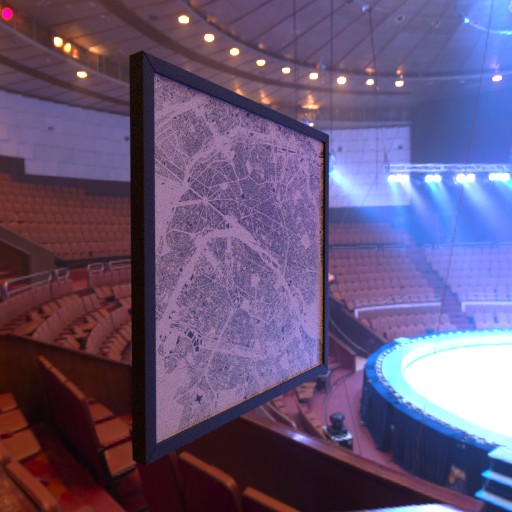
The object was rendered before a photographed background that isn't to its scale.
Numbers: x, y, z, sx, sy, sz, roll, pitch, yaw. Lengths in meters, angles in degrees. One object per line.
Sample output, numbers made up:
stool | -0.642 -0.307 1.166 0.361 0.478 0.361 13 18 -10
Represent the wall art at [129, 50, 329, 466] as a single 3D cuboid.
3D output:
wall art | 0.000 0.000 1.133 0.037 0.763 0.763 1 2 35
